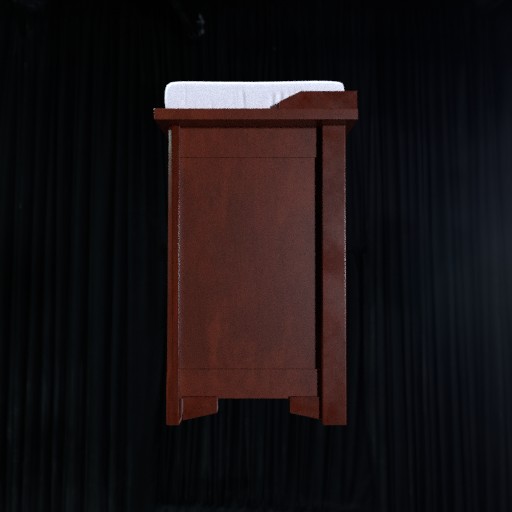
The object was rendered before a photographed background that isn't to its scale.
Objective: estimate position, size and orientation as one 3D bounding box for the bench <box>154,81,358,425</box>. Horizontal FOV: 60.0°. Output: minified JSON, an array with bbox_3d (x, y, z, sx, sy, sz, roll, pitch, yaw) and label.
[{"bbox_3d":[0.000,0.000,1.292,0.369,0.646,0.987,0,-1,0],"label":"bench"}]
